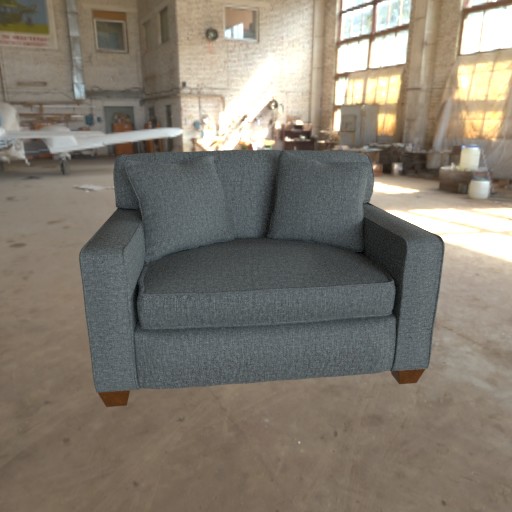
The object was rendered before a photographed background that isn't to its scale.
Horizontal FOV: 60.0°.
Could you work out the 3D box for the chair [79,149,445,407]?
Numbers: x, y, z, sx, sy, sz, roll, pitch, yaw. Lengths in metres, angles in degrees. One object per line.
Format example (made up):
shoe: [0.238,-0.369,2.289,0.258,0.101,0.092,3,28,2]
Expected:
chair: [0.000,0.000,2.108,1.383,0.948,1.000,-2,17,-7]
